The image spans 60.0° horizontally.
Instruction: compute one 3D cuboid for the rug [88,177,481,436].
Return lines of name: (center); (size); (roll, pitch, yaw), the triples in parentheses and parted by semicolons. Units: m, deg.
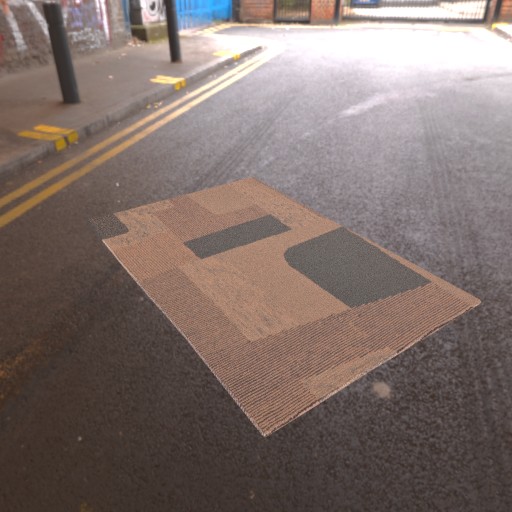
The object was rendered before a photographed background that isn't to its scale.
rug: (0.000, 0.000, 2.373); (1.238, 0.020, 1.847); (-20, 37, -29)
